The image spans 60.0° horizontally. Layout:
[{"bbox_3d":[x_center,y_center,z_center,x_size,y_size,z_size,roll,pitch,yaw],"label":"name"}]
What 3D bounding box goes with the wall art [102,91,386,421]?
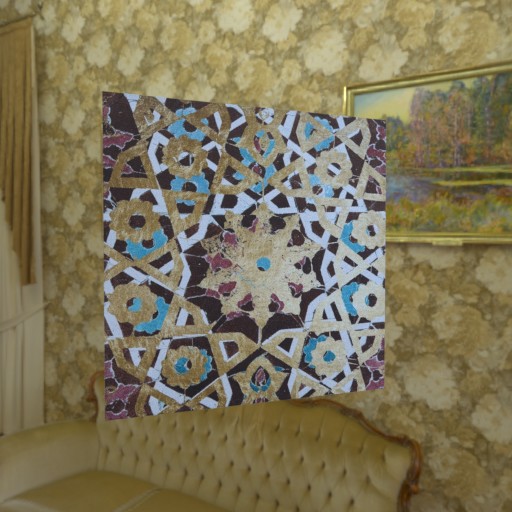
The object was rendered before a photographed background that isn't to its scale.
[{"bbox_3d":[0.000,0.000,0.938,0.609,0.613,0.041,0,1,-18],"label":"wall art"}]
